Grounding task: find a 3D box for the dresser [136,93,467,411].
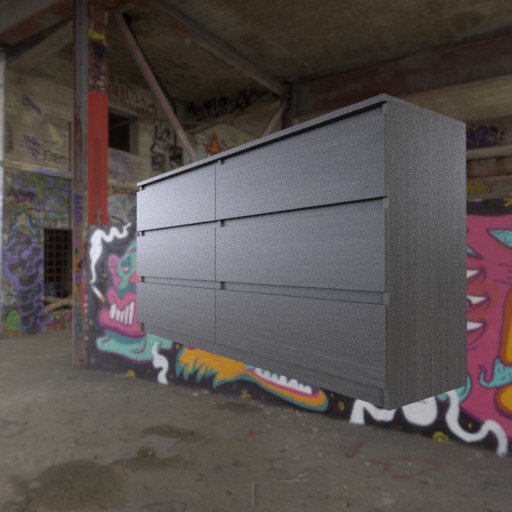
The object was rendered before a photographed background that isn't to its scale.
[{"bbox_3d":[0.000,0.000,1.857,0.400,0.795,1.590,1,-1,-37],"label":"dresser"}]
